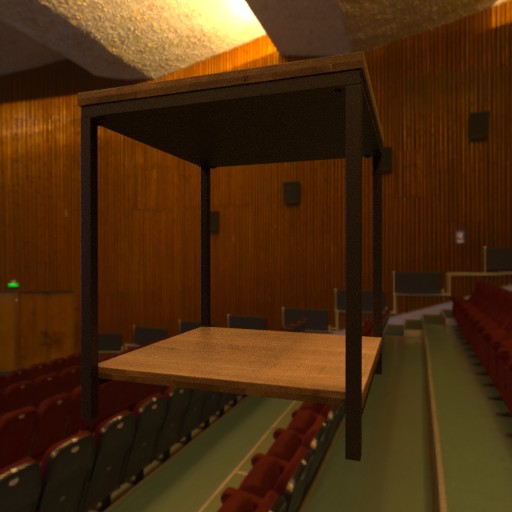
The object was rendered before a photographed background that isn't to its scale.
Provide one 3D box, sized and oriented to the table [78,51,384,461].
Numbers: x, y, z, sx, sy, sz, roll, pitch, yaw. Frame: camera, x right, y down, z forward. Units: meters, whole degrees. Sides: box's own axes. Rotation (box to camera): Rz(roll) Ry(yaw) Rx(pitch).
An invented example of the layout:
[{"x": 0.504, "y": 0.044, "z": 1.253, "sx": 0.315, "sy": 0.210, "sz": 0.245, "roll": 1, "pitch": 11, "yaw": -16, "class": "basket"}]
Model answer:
[{"x": 0.000, "y": 0.000, "z": 0.957, "sx": 0.503, "sy": 0.589, "sz": 0.507, "roll": 0, "pitch": 0, "yaw": 19, "class": "table"}]
